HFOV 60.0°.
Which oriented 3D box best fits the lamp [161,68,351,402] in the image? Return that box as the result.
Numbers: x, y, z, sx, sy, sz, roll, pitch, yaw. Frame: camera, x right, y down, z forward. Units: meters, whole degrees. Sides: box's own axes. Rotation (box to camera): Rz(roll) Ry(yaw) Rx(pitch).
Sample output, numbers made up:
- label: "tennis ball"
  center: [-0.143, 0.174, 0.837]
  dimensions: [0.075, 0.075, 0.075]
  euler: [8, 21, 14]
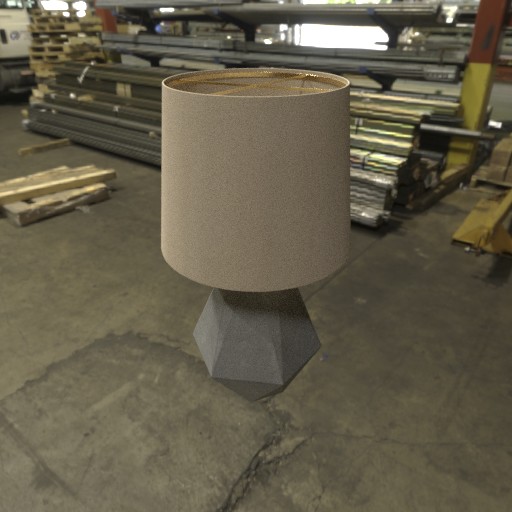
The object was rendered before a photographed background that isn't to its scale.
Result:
- label: "lamp"
  center: [0.000, 0.000, 0.672]
  dimensions: [0.276, 0.501, 0.276]
  euler: [0, 30, 0]
